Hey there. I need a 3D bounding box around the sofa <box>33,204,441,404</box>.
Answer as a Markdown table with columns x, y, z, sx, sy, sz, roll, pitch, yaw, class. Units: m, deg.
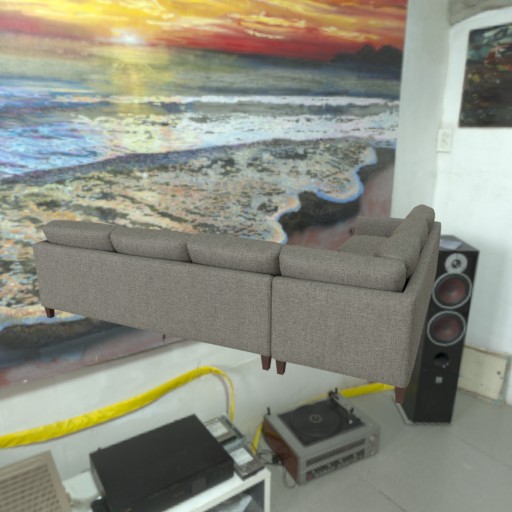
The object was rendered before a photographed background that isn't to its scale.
| x | y | z | sx | sy | sz | roll | pitch | yaw | class |
| --- | --- | --- | --- | --- | --- | --- | --- | --- | --- |
| 0.000 | 0.000 | 4.451 | 3.302 | 0.947 | 2.593 | 7 | 18 | 24 | sofa |
